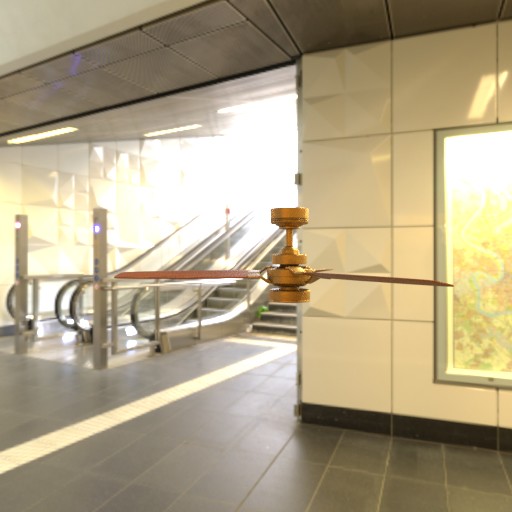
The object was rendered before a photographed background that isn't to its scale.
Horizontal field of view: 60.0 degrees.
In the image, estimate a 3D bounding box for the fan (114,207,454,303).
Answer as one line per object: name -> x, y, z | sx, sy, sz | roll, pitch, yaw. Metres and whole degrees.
fan -> 0.000, 0.000, 2.050 | 1.271, 0.425, 1.416 | 0, 0, 1
